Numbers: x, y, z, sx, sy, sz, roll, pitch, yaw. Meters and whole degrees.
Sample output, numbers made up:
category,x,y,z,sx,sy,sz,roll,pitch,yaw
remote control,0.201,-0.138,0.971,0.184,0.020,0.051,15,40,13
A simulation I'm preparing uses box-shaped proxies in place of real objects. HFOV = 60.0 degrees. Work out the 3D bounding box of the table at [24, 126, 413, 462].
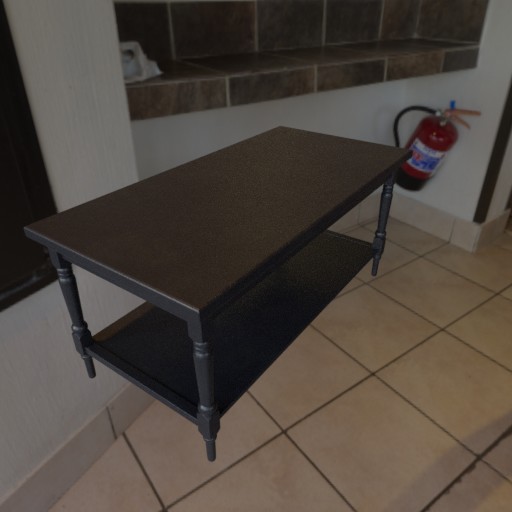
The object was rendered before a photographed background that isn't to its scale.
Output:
category,x,y,z,sx,sy,sz,roll,pitch,yaw
table,0.000,0.000,1.416,0.550,0.510,1.107,20,36,30
